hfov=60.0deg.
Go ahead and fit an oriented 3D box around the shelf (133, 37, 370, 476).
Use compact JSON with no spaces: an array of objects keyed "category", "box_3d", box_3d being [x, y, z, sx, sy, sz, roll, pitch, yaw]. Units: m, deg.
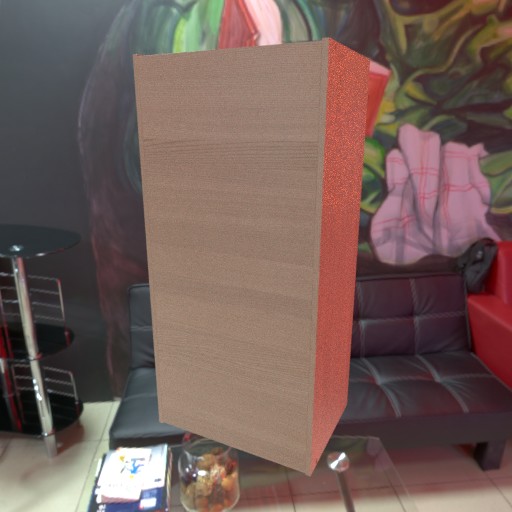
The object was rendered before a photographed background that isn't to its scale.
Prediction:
[{"category":"shelf","box_3d":[0.000,0.000,1.062,0.417,0.876,0.292,8,18,26]}]
